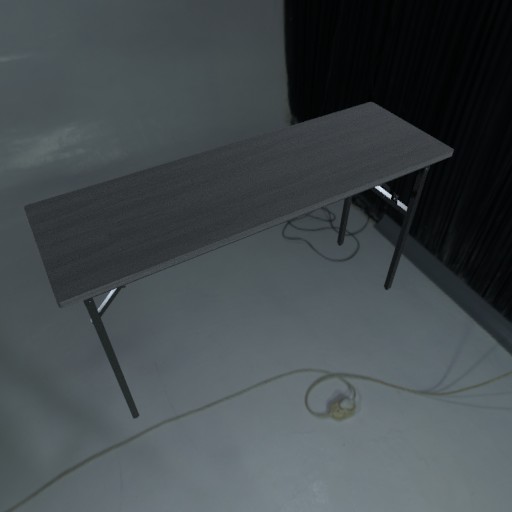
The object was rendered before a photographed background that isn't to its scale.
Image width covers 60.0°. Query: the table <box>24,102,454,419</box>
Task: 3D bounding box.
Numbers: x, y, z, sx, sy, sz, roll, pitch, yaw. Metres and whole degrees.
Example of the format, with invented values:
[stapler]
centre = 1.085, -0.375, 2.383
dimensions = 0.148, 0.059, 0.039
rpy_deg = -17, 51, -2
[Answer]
[table]
centre = 0.000, 0.000, 1.741
dimensions = 1.399, 0.750, 0.449
rpy_deg = -22, 49, -21
